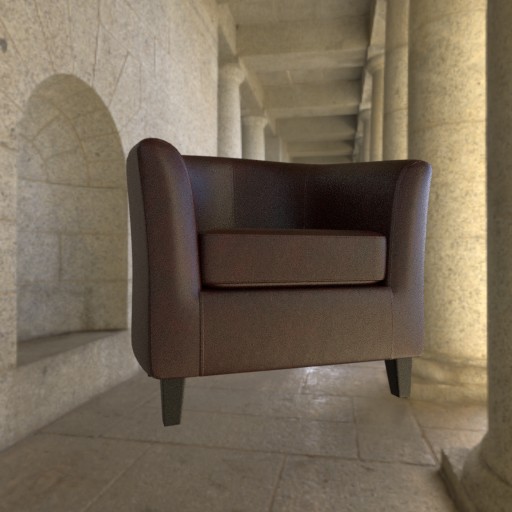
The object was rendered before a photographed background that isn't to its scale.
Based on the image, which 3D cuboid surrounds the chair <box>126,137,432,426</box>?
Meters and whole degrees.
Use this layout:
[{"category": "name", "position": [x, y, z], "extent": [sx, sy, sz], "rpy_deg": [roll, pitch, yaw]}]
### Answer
[{"category": "chair", "position": [0.000, 0.000, 1.402], "extent": [0.792, 0.756, 0.727], "rpy_deg": [0, 0, -19]}]
